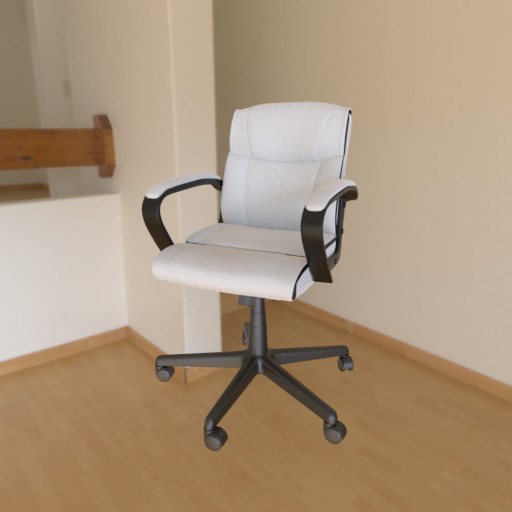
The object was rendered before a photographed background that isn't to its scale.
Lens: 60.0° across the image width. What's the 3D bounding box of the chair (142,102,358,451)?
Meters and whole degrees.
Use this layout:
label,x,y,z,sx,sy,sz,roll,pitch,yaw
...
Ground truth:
label,x,y,z,sx,sy,sz,roll,pitch,yaw
chair,0.000,0.000,1.483,0.739,1.004,0.717,7,18,24
